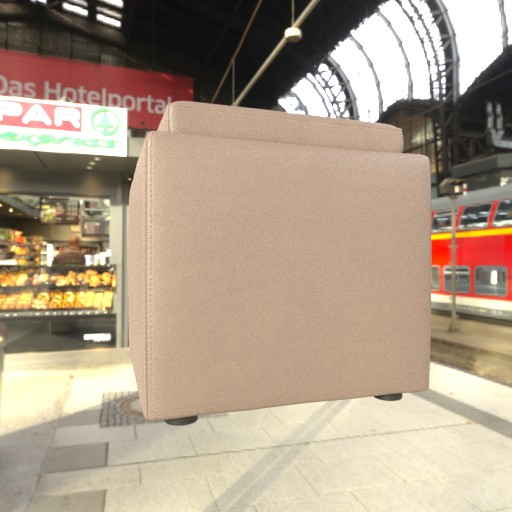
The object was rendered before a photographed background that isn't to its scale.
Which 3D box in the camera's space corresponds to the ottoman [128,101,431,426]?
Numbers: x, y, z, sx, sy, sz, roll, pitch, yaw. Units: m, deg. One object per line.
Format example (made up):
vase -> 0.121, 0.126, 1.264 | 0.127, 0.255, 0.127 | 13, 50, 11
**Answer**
ottoman -> 0.000, 0.000, 0.831 | 0.450, 0.460, 0.451 | 0, -1, -18
